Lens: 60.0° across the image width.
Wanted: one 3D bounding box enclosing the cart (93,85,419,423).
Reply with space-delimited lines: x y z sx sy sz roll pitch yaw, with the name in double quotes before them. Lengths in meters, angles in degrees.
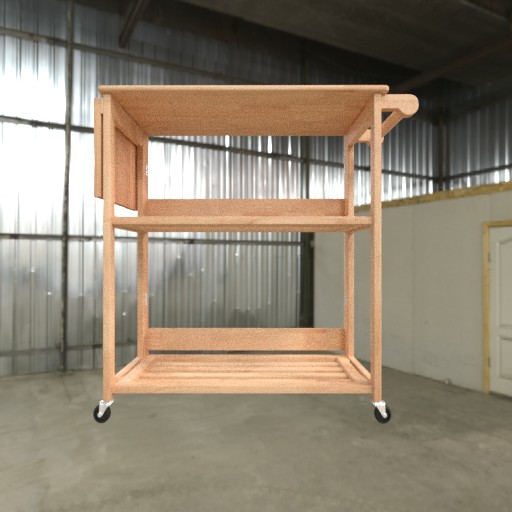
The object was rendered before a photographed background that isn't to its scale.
"cart" 0.000 0.000 1.353 0.853 0.879 0.432 0 0 0
